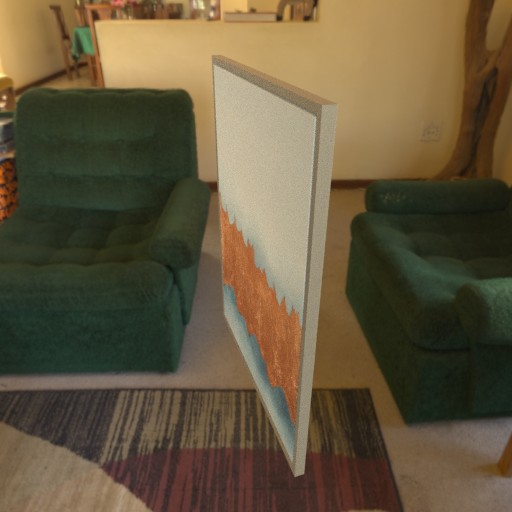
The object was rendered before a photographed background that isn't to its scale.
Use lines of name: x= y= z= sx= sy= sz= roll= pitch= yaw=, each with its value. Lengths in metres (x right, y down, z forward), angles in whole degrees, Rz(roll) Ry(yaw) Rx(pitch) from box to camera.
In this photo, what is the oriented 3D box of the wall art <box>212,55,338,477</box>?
wall art: x=0.000 y=0.000 z=1.349 sx=0.034 sy=1.042 sz=0.789 roll=-10 pitch=32 yaw=-16
